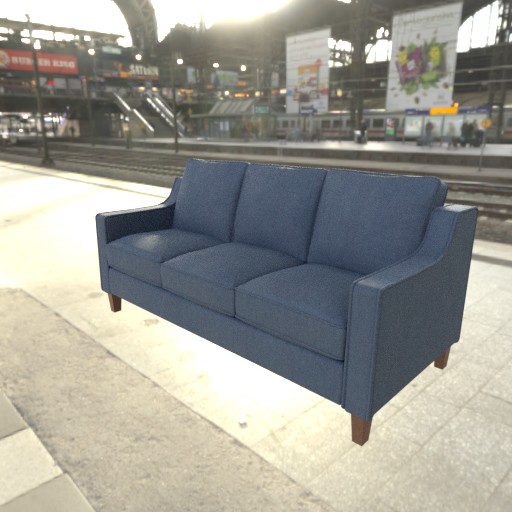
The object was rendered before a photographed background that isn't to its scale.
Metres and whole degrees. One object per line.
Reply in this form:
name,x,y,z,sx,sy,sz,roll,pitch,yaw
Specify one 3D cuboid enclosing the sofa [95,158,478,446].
sofa,0.000,0.000,2.479,1.986,0.974,0.911,15,22,42
